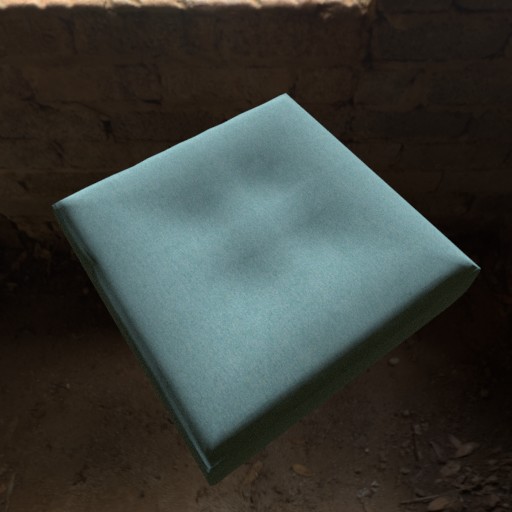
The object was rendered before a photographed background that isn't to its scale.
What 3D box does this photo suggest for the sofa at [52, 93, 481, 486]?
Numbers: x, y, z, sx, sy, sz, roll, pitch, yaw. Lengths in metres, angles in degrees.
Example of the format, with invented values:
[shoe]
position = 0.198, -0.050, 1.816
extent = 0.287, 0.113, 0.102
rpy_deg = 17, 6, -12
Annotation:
[sofa]
position = 0.000, 0.000, 1.406
extent = 0.930, 0.330, 0.930
rpy_deg = -31, 64, -17
